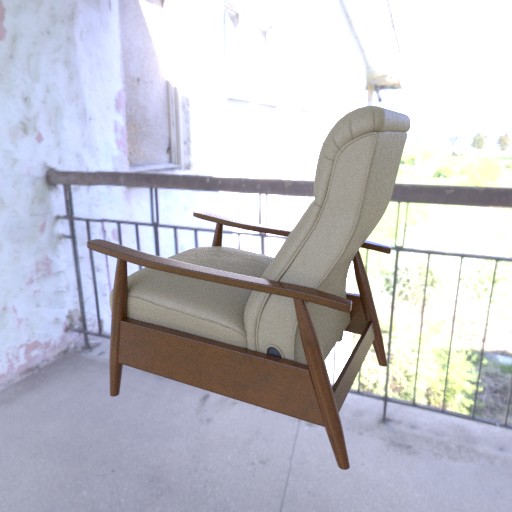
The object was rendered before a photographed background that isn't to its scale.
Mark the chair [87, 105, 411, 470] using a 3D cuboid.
[{"bbox_3d":[0.000,0.000,1.750,1.014,1.082,0.762,7,17,24],"label":"chair"}]
